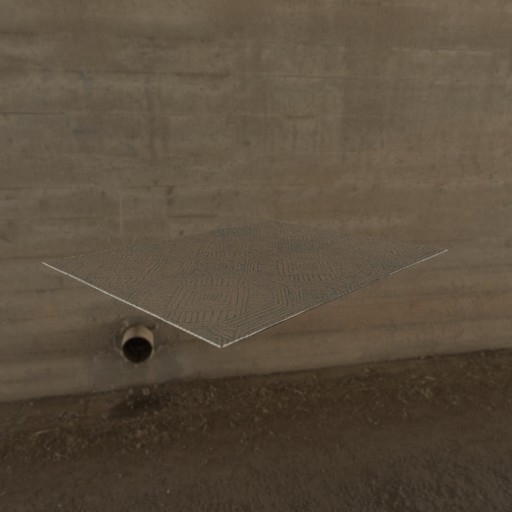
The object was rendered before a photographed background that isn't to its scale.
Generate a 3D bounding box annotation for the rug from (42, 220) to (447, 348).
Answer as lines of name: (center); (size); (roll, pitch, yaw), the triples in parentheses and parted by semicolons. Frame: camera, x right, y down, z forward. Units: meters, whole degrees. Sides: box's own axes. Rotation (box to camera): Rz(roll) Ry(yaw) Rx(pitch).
rug: (0.000, 0.000, 4.254); (2.457, 0.015, 3.049); (14, 20, 42)
